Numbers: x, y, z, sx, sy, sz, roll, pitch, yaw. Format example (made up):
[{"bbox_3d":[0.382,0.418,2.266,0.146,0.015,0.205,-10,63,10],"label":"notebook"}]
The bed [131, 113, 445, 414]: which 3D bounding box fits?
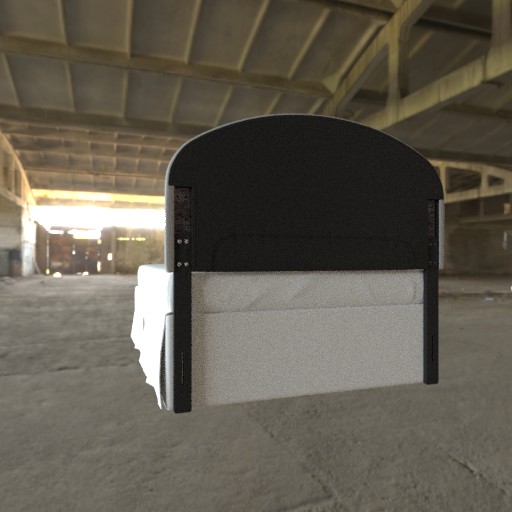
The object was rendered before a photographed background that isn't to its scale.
[{"bbox_3d":[0.000,0.000,3.144,1.607,1.410,2.005,0,0,-19],"label":"bed"}]
